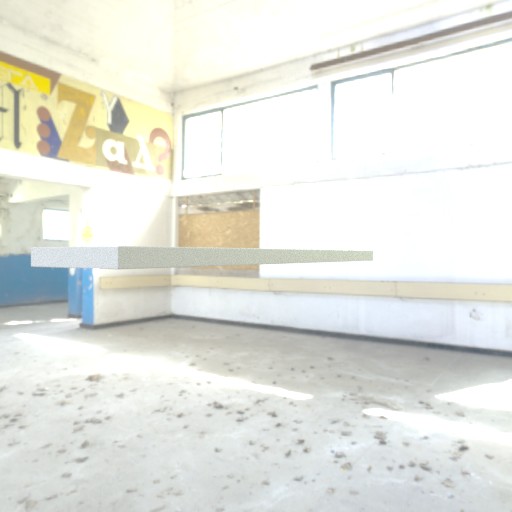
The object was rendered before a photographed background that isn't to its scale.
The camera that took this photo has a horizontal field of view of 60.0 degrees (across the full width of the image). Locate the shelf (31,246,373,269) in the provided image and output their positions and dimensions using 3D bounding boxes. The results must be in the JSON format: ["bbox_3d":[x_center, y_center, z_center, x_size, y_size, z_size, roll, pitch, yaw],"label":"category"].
[{"bbox_3d":[0.000,0.000,0.666,0.140,0.020,0.610,0,0,35],"label":"shelf"}]
